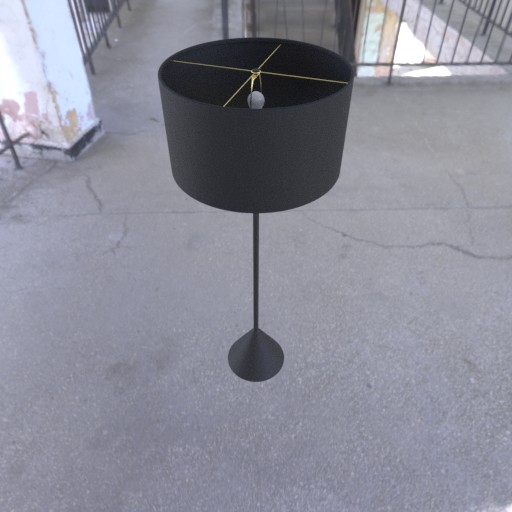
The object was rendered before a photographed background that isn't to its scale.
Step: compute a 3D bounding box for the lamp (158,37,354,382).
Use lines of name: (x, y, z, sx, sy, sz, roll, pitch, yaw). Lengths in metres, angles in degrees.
lamp: (0.000, 0.000, 1.837, 0.580, 1.526, 0.580, 13, 44, 14)
